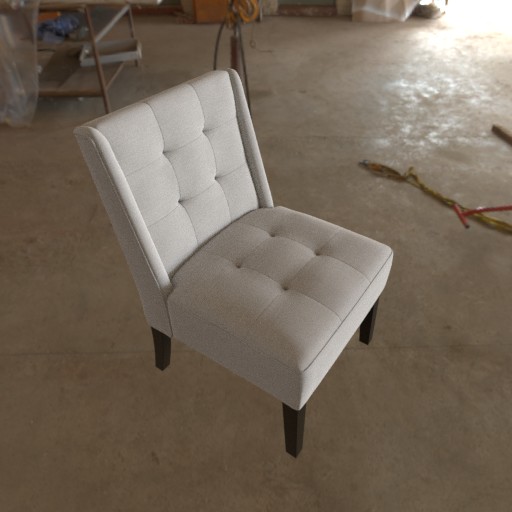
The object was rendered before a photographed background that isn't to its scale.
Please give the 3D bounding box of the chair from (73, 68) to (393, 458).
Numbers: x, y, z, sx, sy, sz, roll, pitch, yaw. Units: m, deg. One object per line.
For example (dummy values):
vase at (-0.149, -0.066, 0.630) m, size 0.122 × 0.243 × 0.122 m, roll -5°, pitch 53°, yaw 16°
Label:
chair at (0.000, 0.000, 1.318) m, size 0.676 × 0.853 × 0.569 m, roll 24°, pitch 45°, yaw 26°
